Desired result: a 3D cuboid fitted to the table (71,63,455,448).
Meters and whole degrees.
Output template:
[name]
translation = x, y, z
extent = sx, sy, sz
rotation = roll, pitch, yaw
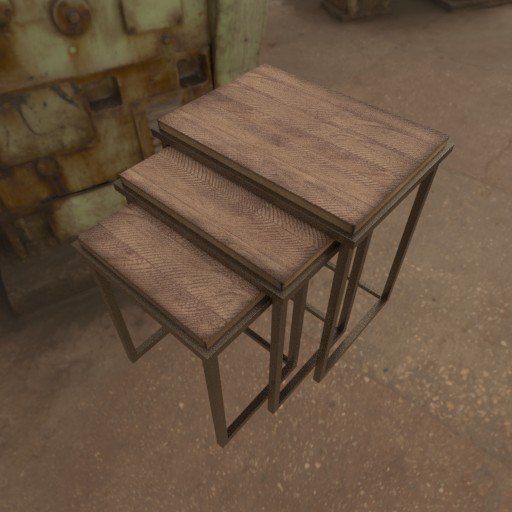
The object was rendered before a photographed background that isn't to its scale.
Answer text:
[table]
translation = 0.000, 0.000, 1.142
extent = 0.559, 0.610, 0.706
rotation = 33, 56, 26
